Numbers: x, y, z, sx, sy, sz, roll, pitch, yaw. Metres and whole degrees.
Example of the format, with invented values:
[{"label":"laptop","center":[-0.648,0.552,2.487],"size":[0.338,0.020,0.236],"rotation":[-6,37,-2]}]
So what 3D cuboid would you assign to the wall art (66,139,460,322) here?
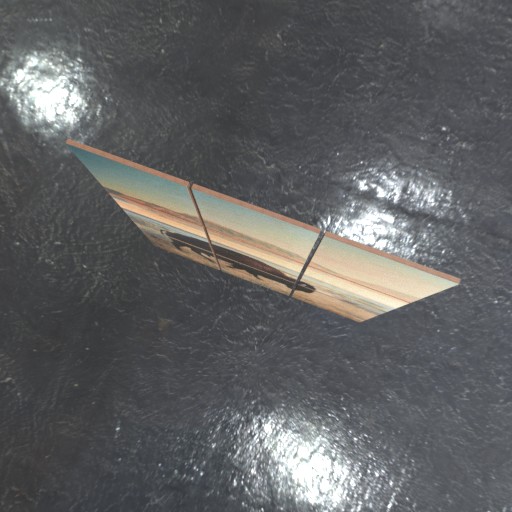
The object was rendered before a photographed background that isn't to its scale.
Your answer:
[{"label":"wall art","center":[0.000,0.000,1.396],"size":[0.906,0.904,0.018],"rotation":[20,77,5]}]
